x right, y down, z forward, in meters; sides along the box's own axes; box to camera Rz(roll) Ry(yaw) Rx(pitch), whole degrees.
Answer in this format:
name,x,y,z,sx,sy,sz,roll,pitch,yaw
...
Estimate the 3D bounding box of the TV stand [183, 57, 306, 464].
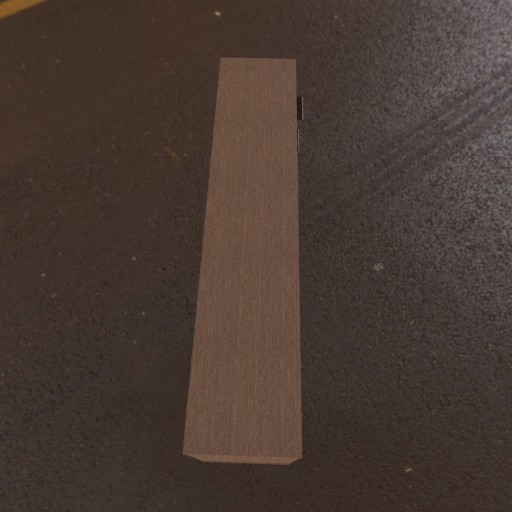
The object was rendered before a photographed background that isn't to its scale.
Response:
name,x,y,z,sx,sy,sz,roll,pitch,yaw
TV stand,0.000,0.000,2.142,0.405,0.787,1.804,2,63,1
